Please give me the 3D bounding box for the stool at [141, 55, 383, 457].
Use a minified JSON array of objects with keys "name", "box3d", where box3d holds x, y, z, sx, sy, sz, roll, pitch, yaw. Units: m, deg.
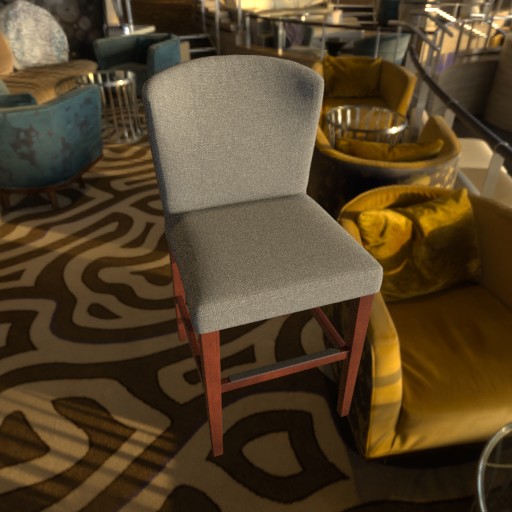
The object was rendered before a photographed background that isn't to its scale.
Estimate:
[{"name":"stool","box3d":[0.000,0.000,1.259,0.479,0.968,0.568,-11,36,-16]}]
